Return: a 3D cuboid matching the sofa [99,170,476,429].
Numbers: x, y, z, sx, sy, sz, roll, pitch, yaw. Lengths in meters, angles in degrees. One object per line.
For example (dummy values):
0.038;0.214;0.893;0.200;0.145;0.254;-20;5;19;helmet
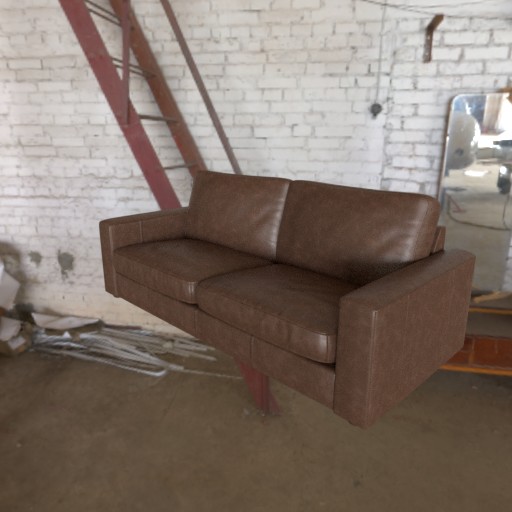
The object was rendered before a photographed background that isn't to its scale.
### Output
0.000;0.000;2.686;1.016;0.873;2.179;-16;23;-43;sofa
